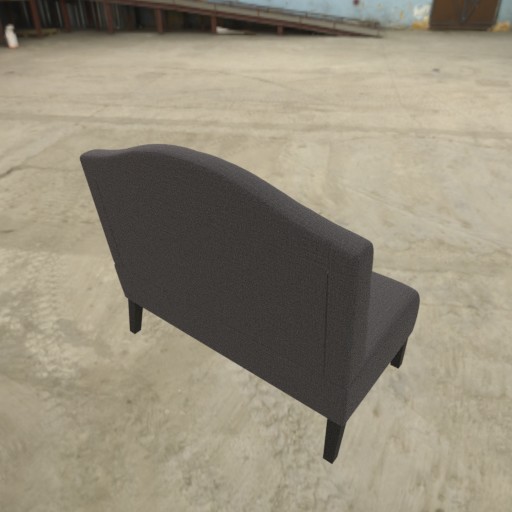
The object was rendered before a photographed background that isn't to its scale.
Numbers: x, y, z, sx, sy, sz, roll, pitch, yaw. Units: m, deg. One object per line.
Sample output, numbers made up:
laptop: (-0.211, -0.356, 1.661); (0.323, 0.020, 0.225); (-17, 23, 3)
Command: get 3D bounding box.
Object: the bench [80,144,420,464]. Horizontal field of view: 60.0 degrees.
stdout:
bench: (0.000, 0.000, 2.039); (1.335, 1.180, 0.815); (23, 39, 32)
